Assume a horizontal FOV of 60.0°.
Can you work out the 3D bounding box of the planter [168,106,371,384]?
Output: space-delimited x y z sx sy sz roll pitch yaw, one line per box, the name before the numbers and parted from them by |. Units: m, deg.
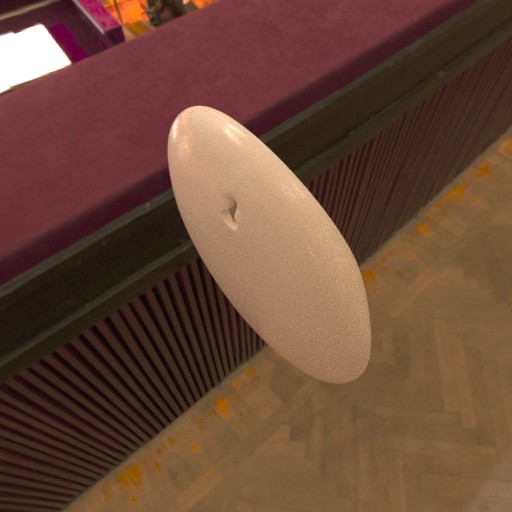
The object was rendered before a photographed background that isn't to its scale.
planter | 0.000 0.000 0.274 0.043 0.188 0.185 -34 64 -19
